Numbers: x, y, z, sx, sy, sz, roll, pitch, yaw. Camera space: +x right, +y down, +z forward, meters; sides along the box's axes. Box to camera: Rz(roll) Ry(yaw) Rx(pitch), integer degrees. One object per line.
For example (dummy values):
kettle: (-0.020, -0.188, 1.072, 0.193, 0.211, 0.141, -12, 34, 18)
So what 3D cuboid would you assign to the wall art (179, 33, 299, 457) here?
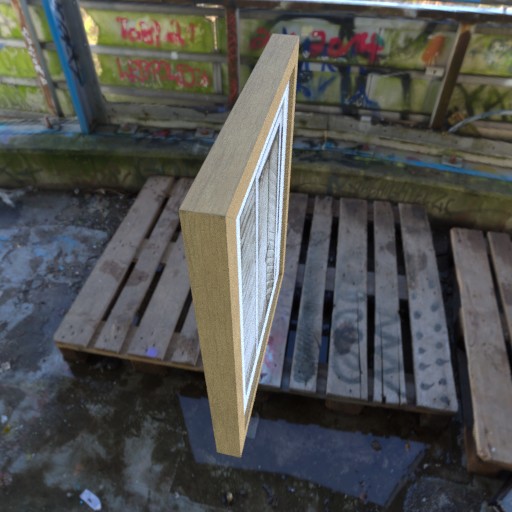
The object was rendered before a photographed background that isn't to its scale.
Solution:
wall art: (0.000, 0.000, 0.512, 0.030, 0.380, 0.312, 9, 46, 9)
